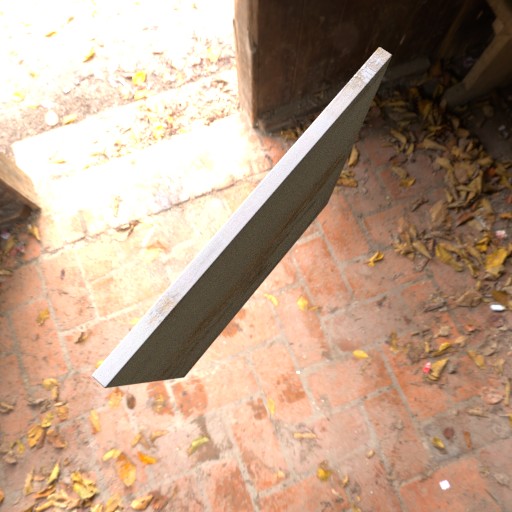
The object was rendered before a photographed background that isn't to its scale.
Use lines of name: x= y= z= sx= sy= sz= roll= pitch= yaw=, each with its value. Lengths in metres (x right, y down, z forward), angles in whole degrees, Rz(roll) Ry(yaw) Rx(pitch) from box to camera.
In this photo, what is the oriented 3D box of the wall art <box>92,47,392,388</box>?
wall art: x=0.000 y=0.000 z=1.490 sx=0.040 sy=1.018 sz=1.015 roll=38 pitch=79 yaw=9
